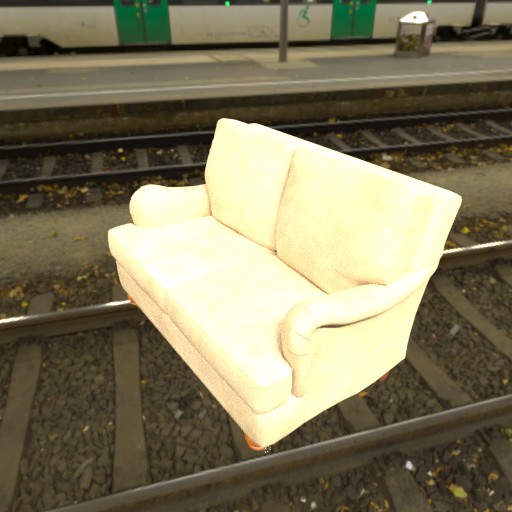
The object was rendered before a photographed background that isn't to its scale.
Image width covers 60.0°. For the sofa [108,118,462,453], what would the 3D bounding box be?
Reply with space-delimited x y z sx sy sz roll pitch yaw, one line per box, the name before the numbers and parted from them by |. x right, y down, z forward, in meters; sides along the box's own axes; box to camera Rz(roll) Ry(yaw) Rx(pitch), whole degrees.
sofa | 0.000 0.000 2.278 1.086 1.087 1.498 -21 37 -31
